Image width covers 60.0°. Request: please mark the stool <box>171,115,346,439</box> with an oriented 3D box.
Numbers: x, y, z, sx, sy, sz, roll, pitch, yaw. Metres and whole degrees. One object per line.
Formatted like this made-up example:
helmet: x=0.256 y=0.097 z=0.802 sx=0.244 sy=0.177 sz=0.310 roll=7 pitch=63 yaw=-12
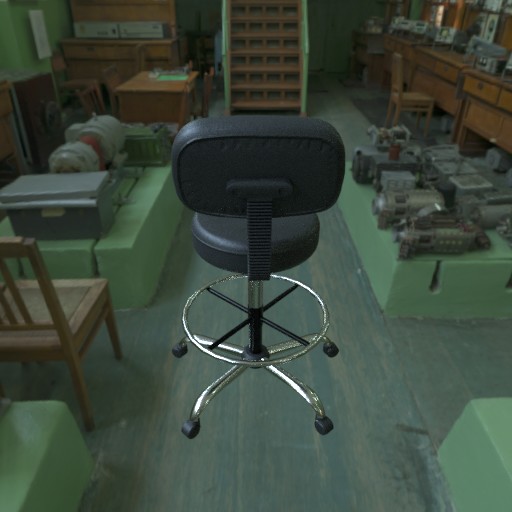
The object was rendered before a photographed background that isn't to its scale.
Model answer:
stool: x=0.000 y=0.000 z=1.507 sx=0.694 sy=1.069 sz=0.658 roll=-1 pitch=31 yaw=-1
